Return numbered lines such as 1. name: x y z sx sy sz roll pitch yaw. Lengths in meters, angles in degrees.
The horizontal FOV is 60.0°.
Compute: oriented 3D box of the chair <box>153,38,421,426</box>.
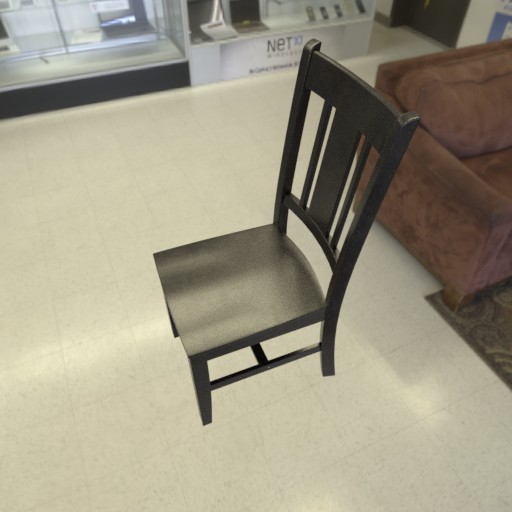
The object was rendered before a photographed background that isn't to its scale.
1. chair: 0.000 0.000 1.294 0.555 0.998 0.450 -16 48 -15
